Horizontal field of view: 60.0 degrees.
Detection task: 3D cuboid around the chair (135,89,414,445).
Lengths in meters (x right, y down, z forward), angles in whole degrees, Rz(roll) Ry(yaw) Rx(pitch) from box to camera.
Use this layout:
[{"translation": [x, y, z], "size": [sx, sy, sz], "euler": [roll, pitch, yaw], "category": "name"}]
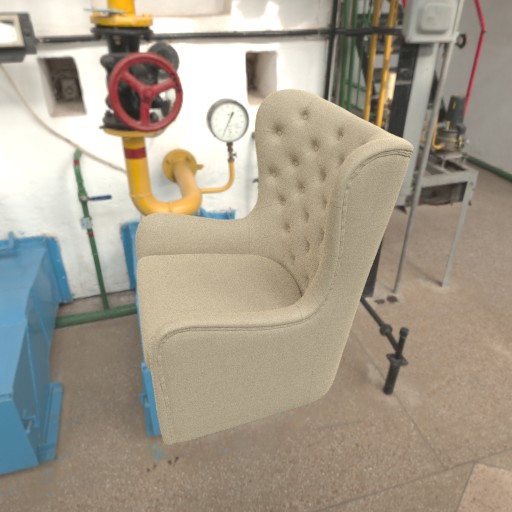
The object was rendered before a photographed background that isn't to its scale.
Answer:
[{"translation": [0.000, 0.000, 1.726], "size": [0.929, 1.079, 0.831], "euler": [-8, 32, -14], "category": "chair"}]
